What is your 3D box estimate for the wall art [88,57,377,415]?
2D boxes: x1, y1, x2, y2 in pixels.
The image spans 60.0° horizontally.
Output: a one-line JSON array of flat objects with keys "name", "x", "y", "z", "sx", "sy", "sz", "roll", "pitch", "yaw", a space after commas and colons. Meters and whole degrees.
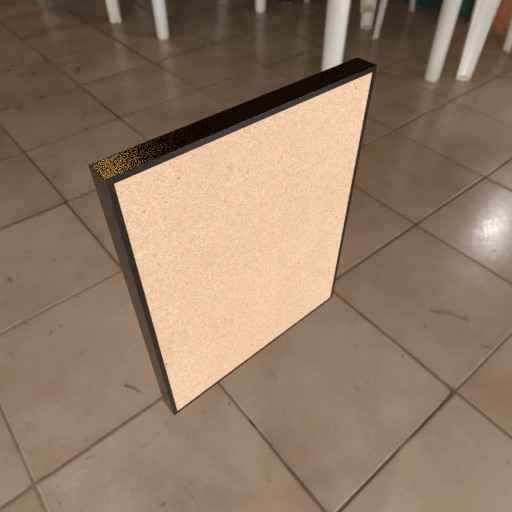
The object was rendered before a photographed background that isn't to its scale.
[{"name": "wall art", "x": 0.000, "y": 0.000, "z": 0.769, "sx": 0.448, "sy": 0.551, "sz": 0.038, "roll": -32, "pitch": 53, "yaw": -27}]
